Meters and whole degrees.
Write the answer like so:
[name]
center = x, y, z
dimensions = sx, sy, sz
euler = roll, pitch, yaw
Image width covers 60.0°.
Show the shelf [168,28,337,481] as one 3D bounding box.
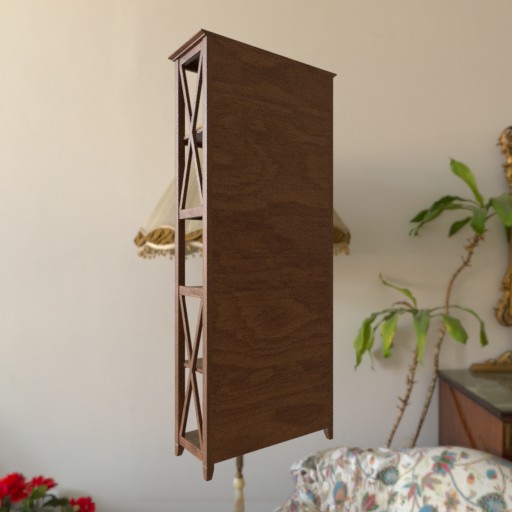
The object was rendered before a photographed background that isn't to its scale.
[shelf]
center = 0.000, 0.000, 2.224
dimensions = 0.805, 1.905, 0.335
euler = 0, 0, -36
